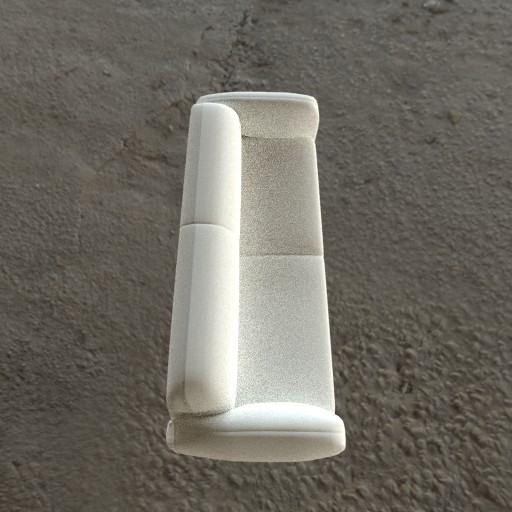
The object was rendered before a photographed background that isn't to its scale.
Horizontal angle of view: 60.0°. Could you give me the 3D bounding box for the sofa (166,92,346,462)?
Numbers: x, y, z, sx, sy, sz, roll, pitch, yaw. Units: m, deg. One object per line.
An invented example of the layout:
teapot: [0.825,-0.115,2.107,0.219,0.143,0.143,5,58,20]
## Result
sofa: [0.000,0.000,2.703,0.870,0.780,2.280,0,64,0]
